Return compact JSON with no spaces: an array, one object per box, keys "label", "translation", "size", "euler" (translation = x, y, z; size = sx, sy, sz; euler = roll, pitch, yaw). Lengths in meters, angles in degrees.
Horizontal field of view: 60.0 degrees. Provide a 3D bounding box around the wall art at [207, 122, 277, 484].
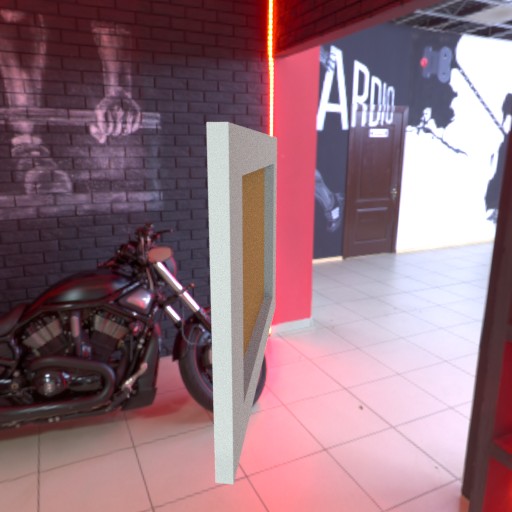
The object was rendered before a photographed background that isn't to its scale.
[{"label":"wall art","translation":[0.000,0.000,1.153],"size":[0.033,0.617,0.906],"euler":[2,14,7]}]
